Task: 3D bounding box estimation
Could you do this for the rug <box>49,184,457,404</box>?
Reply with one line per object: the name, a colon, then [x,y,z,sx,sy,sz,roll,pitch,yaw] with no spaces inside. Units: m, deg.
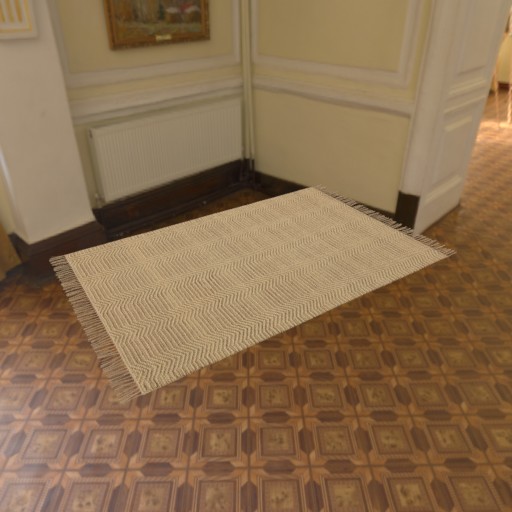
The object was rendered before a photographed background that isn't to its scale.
rug: [0.000,0.000,2.542,2.021,0.027,1.224,-19,36,-28]
